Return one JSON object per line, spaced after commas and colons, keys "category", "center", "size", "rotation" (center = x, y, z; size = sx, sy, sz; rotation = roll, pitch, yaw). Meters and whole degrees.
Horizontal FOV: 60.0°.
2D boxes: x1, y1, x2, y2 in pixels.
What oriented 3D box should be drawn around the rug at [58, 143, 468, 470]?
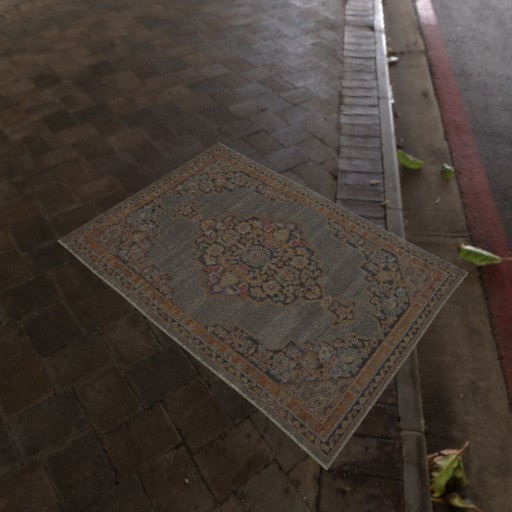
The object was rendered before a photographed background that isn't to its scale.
{"category": "rug", "center": [0.000, 0.000, 3.799], "size": [2.901, 0.026, 2.043], "rotation": [33, 56, 26]}
